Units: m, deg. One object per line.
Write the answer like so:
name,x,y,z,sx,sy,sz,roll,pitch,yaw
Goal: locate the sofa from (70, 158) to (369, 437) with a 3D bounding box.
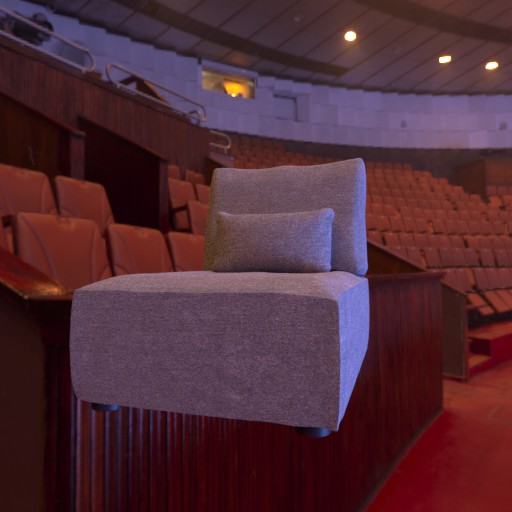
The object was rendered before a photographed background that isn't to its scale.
sofa,0.000,0.000,1.526,0.700,0.820,1.000,0,-1,18
